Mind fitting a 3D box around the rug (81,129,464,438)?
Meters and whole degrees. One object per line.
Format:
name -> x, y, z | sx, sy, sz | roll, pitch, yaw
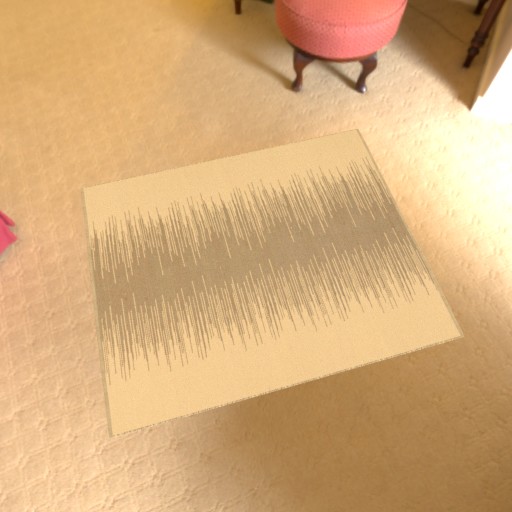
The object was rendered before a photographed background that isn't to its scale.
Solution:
rug -> 0.000, 0.000, 4.149 | 3.037, 0.010, 2.453 | -14, 63, -7
